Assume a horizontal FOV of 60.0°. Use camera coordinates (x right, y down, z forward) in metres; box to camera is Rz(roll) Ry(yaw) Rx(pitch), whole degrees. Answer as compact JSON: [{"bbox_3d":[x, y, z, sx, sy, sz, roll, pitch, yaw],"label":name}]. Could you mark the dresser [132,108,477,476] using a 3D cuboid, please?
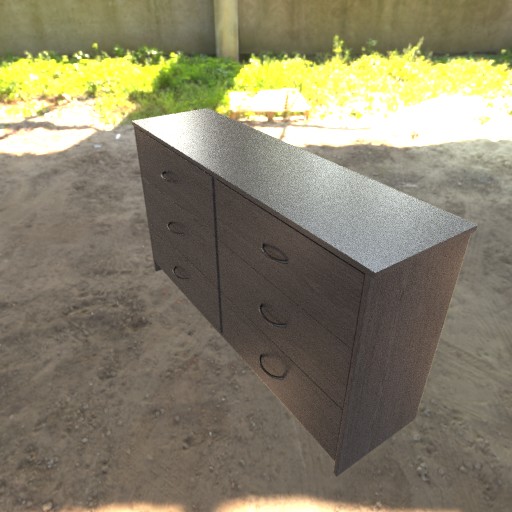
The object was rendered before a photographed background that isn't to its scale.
[{"bbox_3d":[0.000,0.000,1.677,0.401,0.755,1.360,-20,38,-29],"label":"dresser"}]
